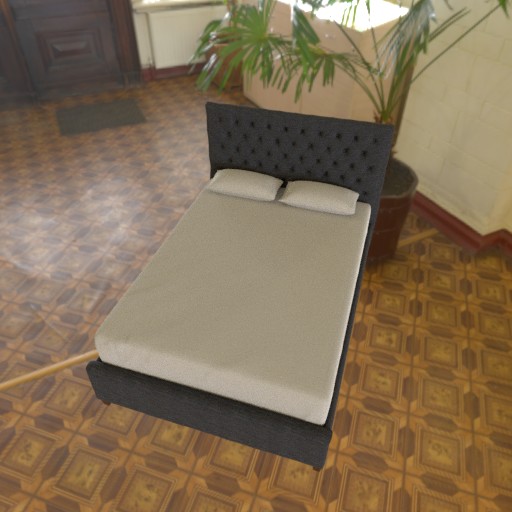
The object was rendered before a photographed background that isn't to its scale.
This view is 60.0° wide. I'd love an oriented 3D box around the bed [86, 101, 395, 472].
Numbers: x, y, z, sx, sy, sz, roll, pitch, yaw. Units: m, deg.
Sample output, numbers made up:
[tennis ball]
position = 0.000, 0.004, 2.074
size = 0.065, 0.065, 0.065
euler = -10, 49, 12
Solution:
[bed]
position = 0.000, 0.000, 3.481
size = 1.698, 1.427, 2.387
euler = 12, 42, 13
